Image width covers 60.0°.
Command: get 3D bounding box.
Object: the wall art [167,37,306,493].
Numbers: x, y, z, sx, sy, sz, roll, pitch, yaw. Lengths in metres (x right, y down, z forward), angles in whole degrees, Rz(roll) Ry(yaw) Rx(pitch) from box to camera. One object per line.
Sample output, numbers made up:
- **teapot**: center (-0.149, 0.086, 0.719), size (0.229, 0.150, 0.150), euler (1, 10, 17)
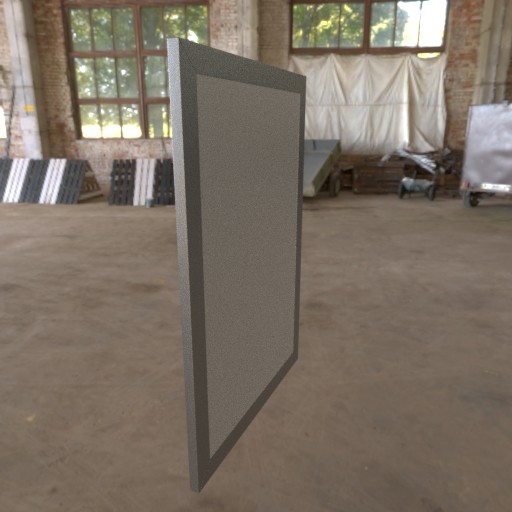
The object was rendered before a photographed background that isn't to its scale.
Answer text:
- **wall art**: center (0.000, 0.000, 0.656), size (0.013, 0.529, 0.376), euler (7, 18, 24)
